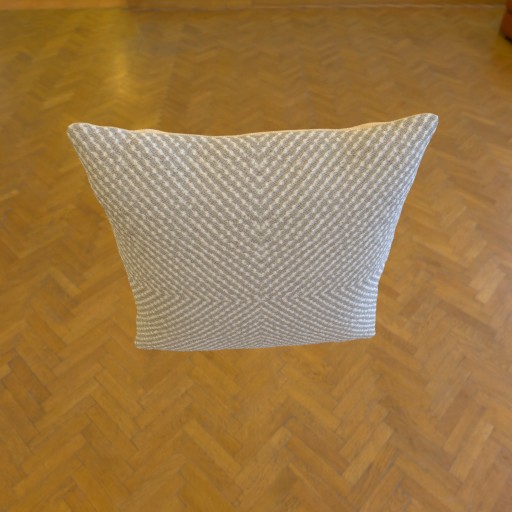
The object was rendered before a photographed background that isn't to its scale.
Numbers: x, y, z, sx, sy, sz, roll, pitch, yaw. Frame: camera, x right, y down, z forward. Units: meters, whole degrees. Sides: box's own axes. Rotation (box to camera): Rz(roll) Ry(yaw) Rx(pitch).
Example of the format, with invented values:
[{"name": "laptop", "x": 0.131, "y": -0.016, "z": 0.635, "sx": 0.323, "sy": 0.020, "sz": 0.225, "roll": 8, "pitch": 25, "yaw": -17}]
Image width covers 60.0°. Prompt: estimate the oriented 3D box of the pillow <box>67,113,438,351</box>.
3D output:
[{"name": "pillow", "x": 0.000, "y": 0.000, "z": 0.696, "sx": 0.459, "sy": 0.458, "sz": 0.181, "roll": -2, "pitch": 46, "yaw": -2}]
